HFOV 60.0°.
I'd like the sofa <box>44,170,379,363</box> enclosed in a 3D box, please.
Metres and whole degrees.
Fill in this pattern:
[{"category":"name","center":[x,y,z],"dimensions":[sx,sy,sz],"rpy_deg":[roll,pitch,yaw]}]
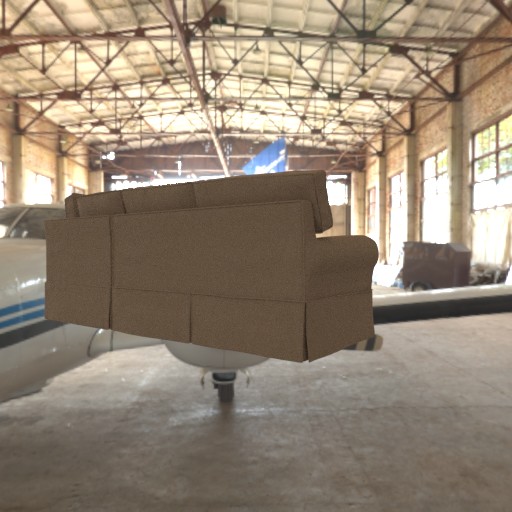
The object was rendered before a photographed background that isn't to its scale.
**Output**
[{"category":"sofa","center":[0.000,0.000,4.235],"dimensions":[2.730,1.124,2.733],"rpy_deg":[0,1,36]}]
